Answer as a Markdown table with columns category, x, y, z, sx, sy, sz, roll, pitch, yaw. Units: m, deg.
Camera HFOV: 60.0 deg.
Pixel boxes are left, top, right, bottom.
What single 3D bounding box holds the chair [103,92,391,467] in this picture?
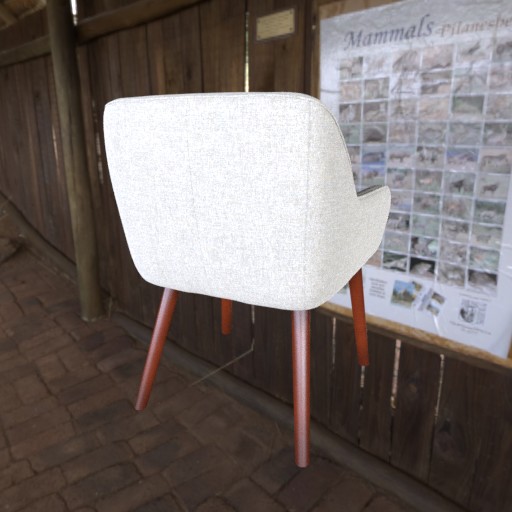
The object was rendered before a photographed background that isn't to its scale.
| category | x | y | z | sx | sy | sz | roll | pitch | yaw |
| --- | --- | --- | --- | --- | --- | --- | --- | --- | --- |
| chair | 0.000 | 0.000 | 1.228 | 0.610 | 0.813 | 0.610 | 8 | 18 | 25 |
